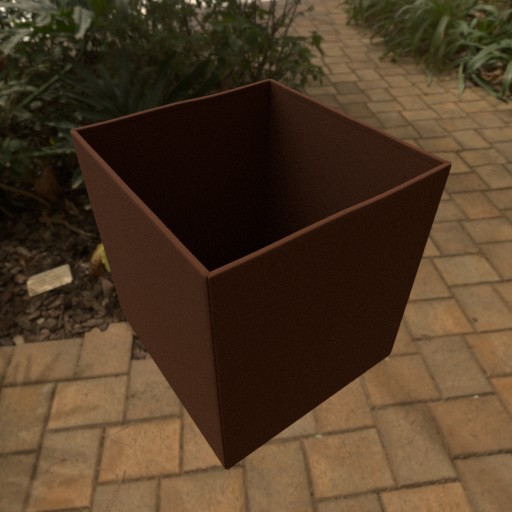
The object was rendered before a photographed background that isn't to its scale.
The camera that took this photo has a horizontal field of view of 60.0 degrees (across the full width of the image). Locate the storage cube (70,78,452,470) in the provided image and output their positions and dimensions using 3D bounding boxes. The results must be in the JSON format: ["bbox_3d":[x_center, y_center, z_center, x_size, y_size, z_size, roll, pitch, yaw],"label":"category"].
[{"bbox_3d":[0.000,0.000,0.508,0.270,0.280,0.270,-25,47,-26],"label":"storage cube"}]
